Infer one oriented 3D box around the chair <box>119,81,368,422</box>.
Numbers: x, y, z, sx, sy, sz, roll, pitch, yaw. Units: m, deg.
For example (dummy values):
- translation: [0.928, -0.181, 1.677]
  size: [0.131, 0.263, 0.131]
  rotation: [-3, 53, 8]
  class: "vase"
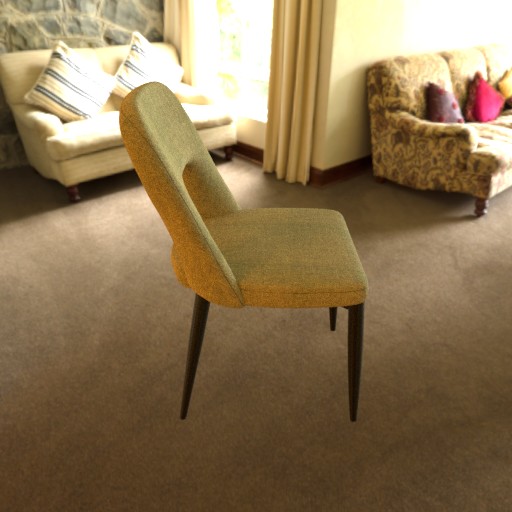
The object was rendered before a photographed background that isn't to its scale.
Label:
- translation: [0.000, 0.000, 1.290]
  size: [0.612, 0.931, 0.470]
  rotation: [0, 31, 0]
  class: "chair"
